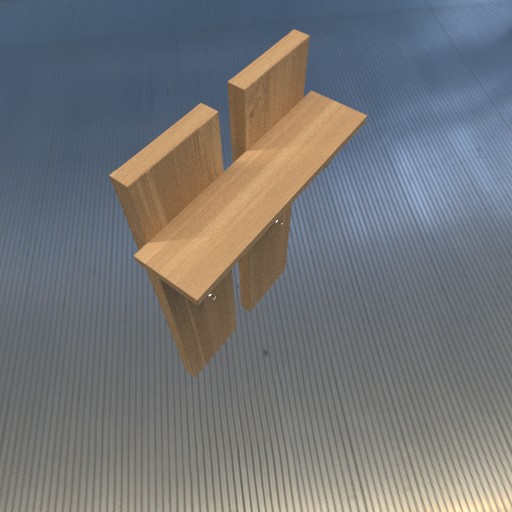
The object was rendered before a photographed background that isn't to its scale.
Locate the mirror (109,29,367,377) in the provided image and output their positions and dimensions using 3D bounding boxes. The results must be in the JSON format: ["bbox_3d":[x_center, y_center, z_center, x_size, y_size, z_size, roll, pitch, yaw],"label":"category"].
[{"bbox_3d":[0.000,0.000,1.583,0.260,1.250,0.800,32,62,19],"label":"mirror"}]
